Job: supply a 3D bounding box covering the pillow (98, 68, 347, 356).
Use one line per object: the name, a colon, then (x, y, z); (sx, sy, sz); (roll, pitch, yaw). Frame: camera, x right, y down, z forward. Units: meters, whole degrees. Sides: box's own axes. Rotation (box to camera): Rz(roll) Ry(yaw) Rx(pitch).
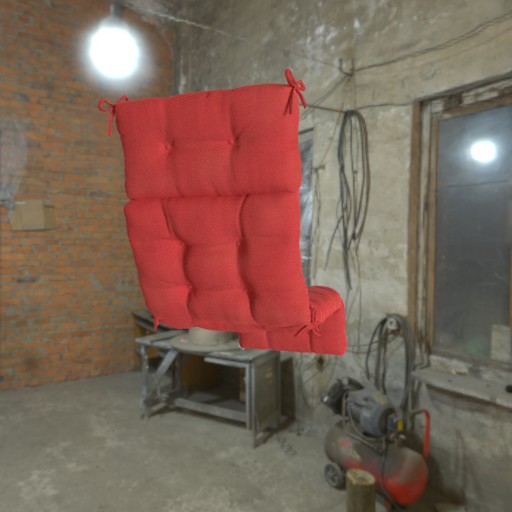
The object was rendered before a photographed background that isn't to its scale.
pillow: (0.000, 0.000, 1.513); (0.526, 0.863, 1.016); (0, 1, 19)
